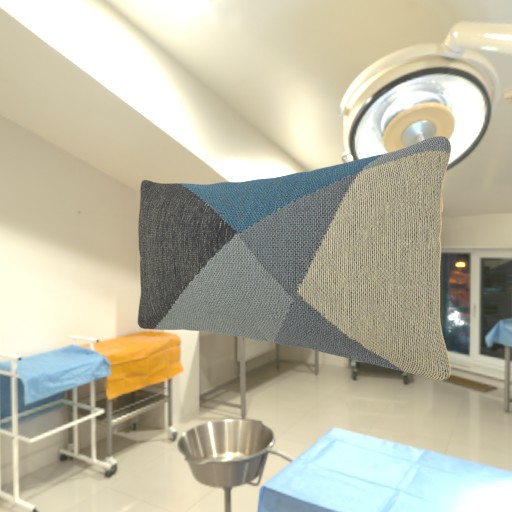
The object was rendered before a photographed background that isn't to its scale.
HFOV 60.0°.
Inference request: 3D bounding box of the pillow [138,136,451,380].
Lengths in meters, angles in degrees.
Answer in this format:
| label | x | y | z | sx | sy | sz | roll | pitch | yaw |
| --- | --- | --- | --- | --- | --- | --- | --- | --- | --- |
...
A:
| label | x | y | z | sx | sy | sz | roll | pitch | yaw |
| --- | --- | --- | --- | --- | --- | --- | --- | --- | --- |
| pillow | 0.000 | 0.000 | 0.730 | 0.604 | 0.307 | 0.148 | 1 | 2 | 37 |
